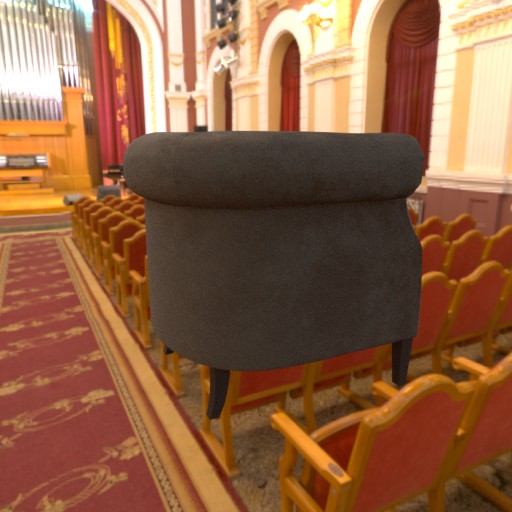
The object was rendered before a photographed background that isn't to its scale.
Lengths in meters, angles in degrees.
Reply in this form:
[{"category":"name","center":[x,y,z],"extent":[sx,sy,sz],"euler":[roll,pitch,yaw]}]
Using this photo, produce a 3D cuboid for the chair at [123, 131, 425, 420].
[{"category":"chair","center":[0.000,0.000,1.558],"extent":[0.851,0.826,0.904],"euler":[-7,15,-26]}]
